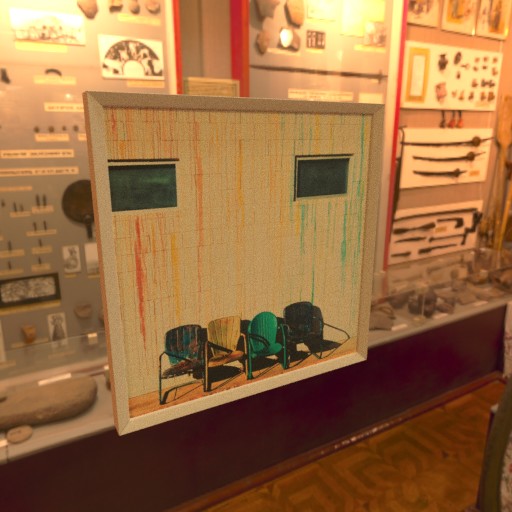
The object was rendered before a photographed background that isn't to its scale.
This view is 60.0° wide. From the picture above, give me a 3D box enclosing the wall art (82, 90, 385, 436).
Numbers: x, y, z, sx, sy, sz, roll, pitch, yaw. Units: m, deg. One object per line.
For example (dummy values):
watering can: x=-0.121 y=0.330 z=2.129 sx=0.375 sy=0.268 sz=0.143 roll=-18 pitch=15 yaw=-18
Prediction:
wall art: x=0.000 y=0.000 z=0.759 sx=0.508 sy=0.508 sz=0.037 roll=-8 pitch=17 yaw=-28
